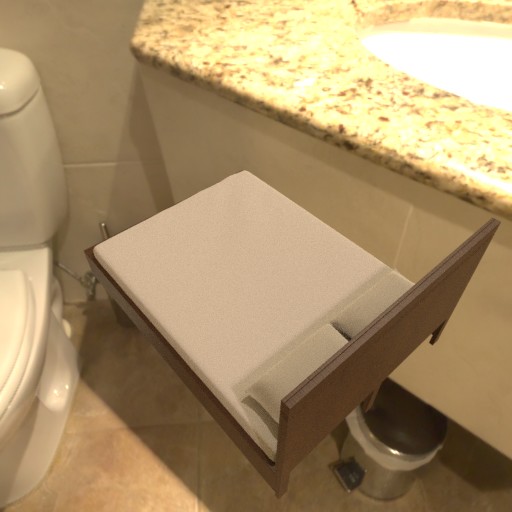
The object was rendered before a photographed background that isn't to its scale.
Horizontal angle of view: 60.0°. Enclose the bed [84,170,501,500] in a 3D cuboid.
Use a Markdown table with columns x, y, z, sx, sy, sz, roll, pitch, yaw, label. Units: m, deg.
| x | y | z | sx | sy | sz | roll | pitch | yaw | label |
| --- | --- | --- | --- | --- | --- | --- | --- | --- | --- |
| 0.000 | 0.000 | 3.050 | 1.613 | 1.169 | 2.221 | -32 | 54 | -27 | bed |
